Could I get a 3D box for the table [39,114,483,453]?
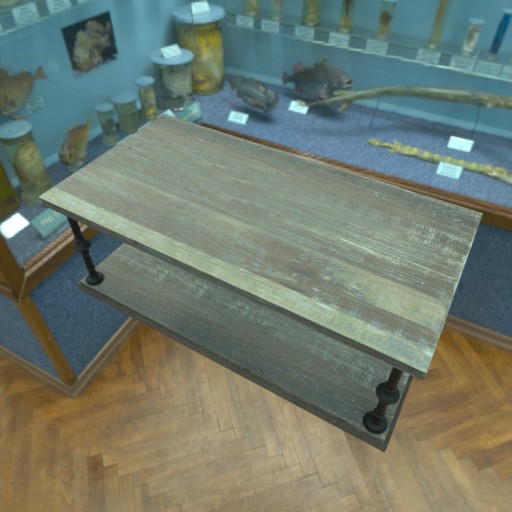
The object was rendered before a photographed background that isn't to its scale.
[{"bbox_3d":[0.000,0.000,1.358,1.088,0.399,0.554,23,50,21],"label":"table"}]
